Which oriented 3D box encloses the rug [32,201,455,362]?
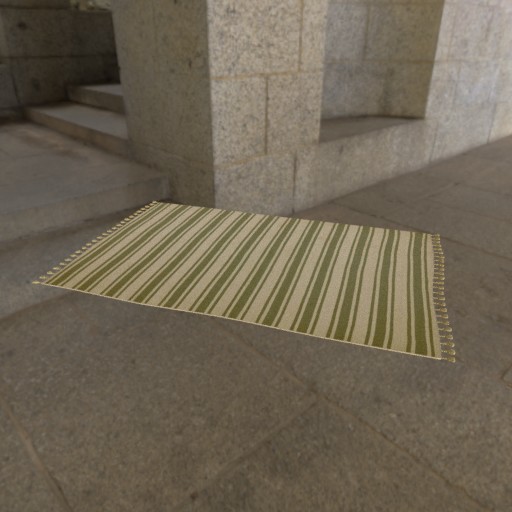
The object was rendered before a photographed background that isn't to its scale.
[{"bbox_3d":[0.000,0.000,2.320,1.875,0.013,1.162,8,28,16],"label":"rug"}]
